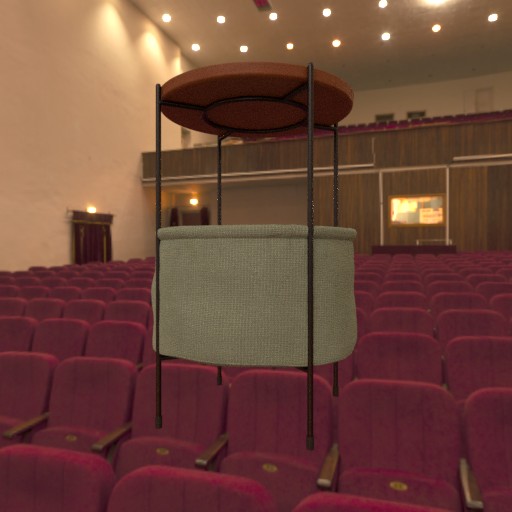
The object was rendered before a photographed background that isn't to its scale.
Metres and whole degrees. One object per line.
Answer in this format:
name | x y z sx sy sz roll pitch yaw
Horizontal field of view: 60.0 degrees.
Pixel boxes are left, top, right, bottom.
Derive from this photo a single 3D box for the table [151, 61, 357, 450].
table | 0.000 0.000 0.893 0.400 0.623 0.400 0 0 19
